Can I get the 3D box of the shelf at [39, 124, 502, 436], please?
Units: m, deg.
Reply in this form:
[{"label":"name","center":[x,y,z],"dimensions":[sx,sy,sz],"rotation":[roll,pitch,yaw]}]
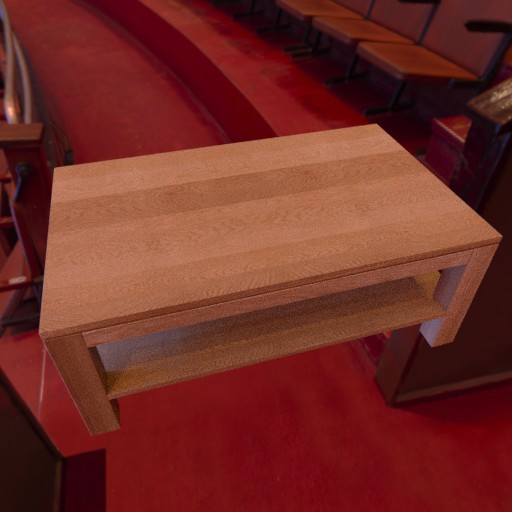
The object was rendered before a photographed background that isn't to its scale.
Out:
[{"label":"shelf","center":[0.000,0.000,1.447],"dimensions":[1.150,0.450,0.700],"rotation":[-11,43,-12]}]
